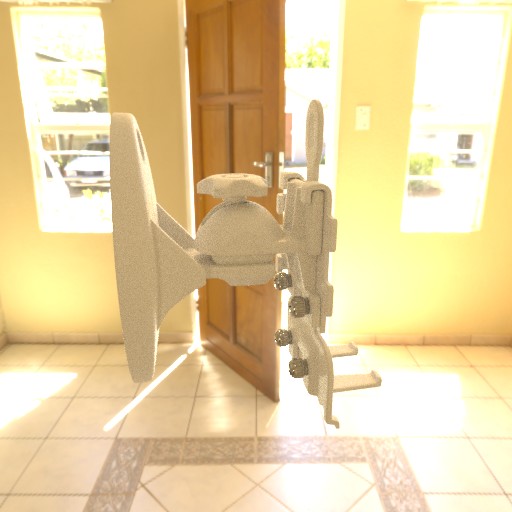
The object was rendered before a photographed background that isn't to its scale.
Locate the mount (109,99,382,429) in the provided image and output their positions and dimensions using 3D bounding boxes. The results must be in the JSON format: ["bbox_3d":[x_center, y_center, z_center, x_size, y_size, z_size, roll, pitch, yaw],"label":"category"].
[{"bbox_3d":[0.000,0.000,0.176,0.100,0.118,0.066,-3,17,-9],"label":"mount"}]
